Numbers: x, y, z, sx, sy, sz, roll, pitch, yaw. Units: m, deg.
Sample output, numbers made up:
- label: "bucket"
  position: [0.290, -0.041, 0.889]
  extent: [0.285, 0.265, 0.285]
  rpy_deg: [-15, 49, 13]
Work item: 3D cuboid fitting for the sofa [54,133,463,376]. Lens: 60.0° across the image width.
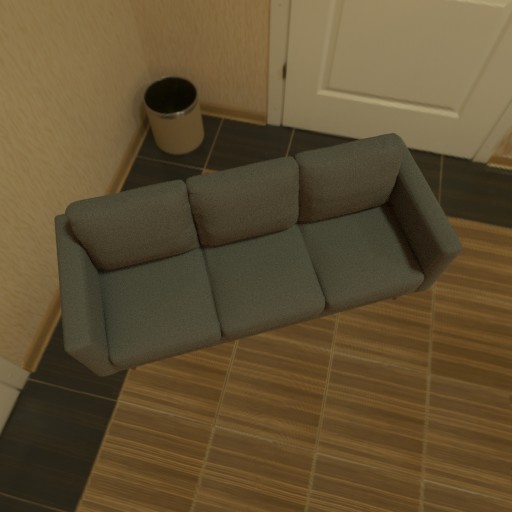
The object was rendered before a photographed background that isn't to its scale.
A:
- label: "sofa"
  position: [0.000, 0.000, 2.525]
  extent: [2.029, 0.912, 0.802]
  rpy_deg: [-14, 63, -7]
